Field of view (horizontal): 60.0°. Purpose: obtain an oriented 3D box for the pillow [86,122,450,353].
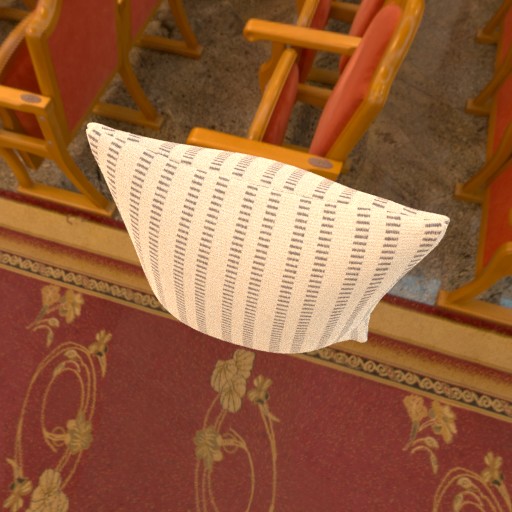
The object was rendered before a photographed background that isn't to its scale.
[{"bbox_3d":[0.000,0.000,0.681,0.438,0.419,0.247,16,64,8],"label":"pillow"}]
